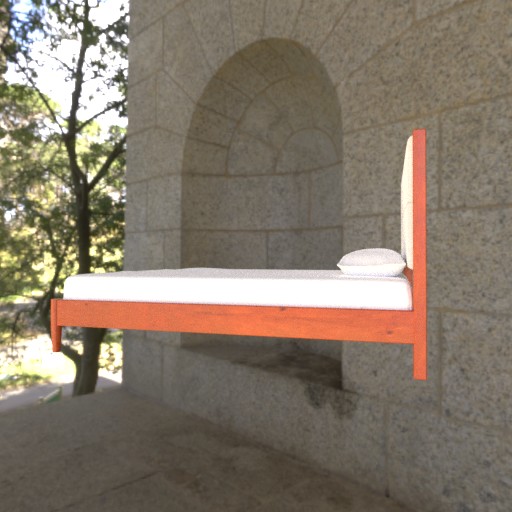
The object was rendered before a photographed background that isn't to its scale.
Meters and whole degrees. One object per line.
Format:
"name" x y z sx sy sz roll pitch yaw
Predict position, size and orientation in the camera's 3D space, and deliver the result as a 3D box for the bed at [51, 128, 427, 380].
"bed" 0.000 0.000 3.096 2.117 1.165 1.566 0 -1 17
